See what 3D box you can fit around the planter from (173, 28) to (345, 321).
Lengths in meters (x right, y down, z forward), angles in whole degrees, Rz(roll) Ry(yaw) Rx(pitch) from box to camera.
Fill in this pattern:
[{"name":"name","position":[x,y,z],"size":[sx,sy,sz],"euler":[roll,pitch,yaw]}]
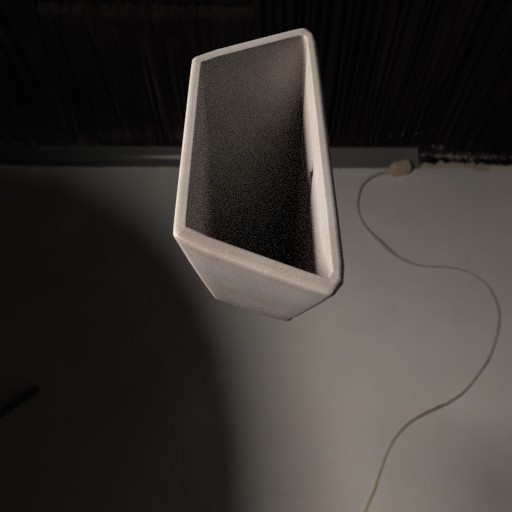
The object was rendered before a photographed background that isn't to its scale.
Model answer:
[{"name":"planter","position":[0.000,0.000,0.269],"size":[0.060,0.197,0.150],"euler":[0,59,0]}]
